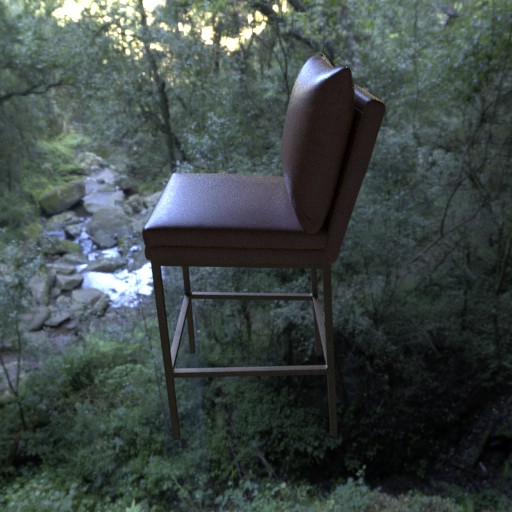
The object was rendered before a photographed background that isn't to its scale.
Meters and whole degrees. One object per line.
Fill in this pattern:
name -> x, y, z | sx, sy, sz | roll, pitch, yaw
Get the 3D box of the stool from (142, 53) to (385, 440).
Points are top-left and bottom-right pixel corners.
stool -> 0.000, 0.000, 1.379 | 0.571, 1.124, 0.463 | 0, 28, 0
